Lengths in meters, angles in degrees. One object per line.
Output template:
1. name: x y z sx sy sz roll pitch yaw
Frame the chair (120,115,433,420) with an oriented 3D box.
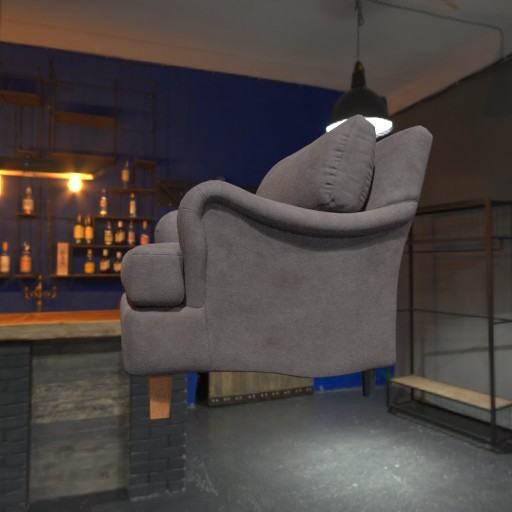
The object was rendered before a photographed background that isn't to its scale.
1. chair: 0.000 0.000 1.831 1.070 0.997 0.955 0 -1 -17
